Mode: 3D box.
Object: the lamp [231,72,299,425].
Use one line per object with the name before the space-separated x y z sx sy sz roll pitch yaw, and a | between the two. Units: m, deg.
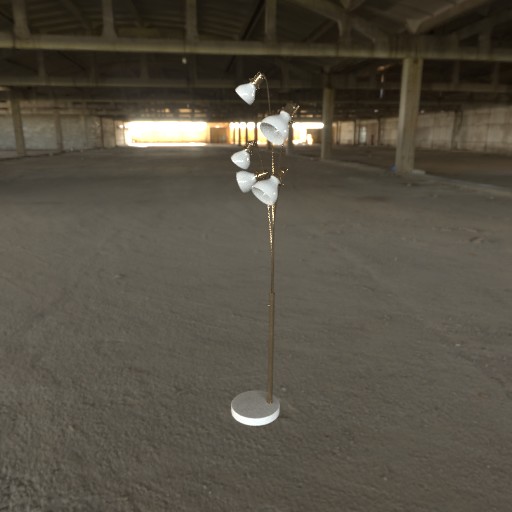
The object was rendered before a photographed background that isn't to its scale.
lamp | 0.000 0.000 2.978 0.361 2.423 1.405 -2 15 -8
